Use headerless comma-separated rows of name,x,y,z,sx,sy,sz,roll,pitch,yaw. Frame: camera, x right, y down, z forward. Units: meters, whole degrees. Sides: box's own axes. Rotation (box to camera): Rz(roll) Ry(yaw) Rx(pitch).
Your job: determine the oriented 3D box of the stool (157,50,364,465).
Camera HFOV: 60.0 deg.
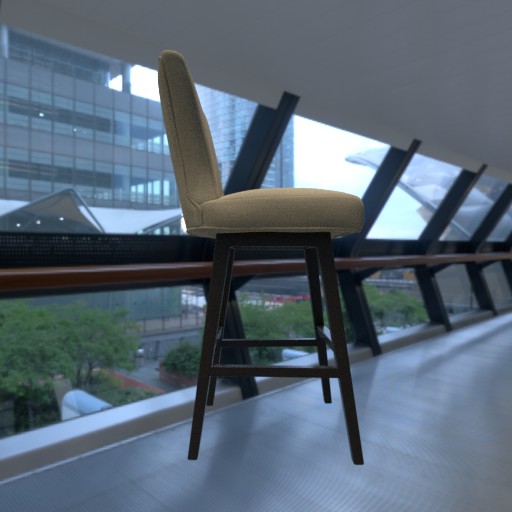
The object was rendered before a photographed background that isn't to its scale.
stool,0.000,0.000,1.402,0.574,1.086,0.514,0,0,0
